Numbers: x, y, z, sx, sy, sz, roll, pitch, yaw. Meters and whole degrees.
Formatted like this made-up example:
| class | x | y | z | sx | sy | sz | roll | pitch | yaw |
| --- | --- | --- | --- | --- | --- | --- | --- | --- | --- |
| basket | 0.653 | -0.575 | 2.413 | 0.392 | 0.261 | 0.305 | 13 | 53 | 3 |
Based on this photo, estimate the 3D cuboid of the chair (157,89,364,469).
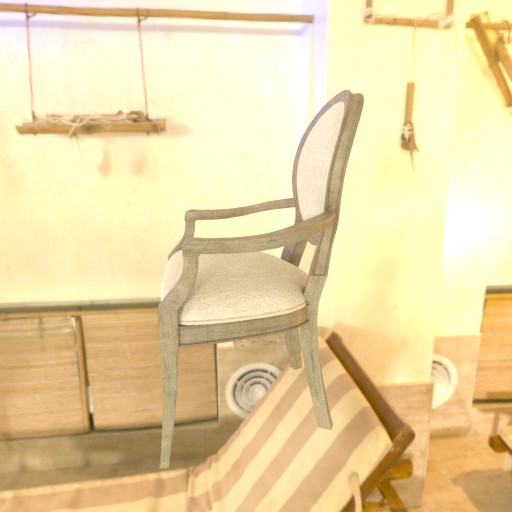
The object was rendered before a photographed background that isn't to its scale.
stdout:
| class | x | y | z | sx | sy | sz | roll | pitch | yaw |
| --- | --- | --- | --- | --- | --- | --- | --- | --- | --- |
| chair | 0.000 | 0.000 | 1.389 | 0.602 | 0.991 | 0.611 | -2 | 13 | -8 |
